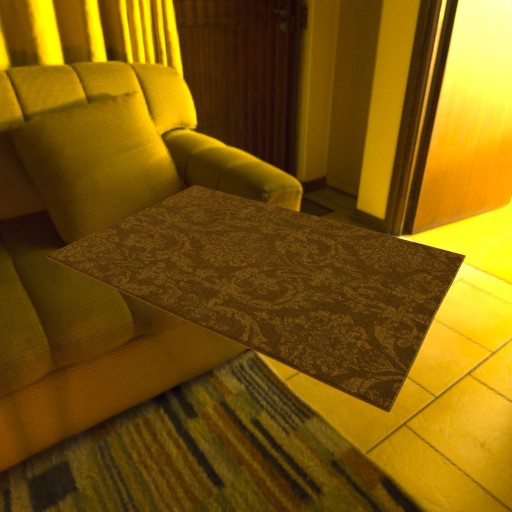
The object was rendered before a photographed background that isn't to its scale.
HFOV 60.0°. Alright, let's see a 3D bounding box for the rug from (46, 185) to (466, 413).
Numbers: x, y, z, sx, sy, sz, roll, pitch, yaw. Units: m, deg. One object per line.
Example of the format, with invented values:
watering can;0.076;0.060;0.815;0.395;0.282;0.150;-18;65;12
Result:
rug;0.000;0.000;2.301;1.824;0.012;1.206;18;35;28
